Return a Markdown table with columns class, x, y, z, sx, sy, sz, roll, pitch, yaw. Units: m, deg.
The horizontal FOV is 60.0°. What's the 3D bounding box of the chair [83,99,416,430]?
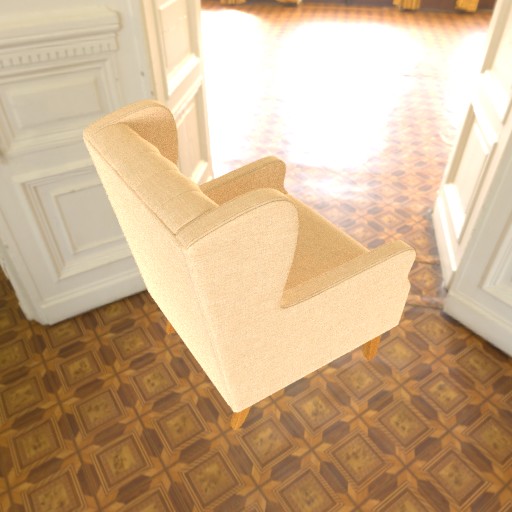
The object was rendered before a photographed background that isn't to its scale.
| class | x | y | z | sx | sy | sz | roll | pitch | yaw |
| --- | --- | --- | --- | --- | --- | --- | --- | --- | --- |
| chair | 0.000 | 0.000 | 1.474 | 0.760 | 0.930 | 0.710 | -24 | 46 | -25 |
